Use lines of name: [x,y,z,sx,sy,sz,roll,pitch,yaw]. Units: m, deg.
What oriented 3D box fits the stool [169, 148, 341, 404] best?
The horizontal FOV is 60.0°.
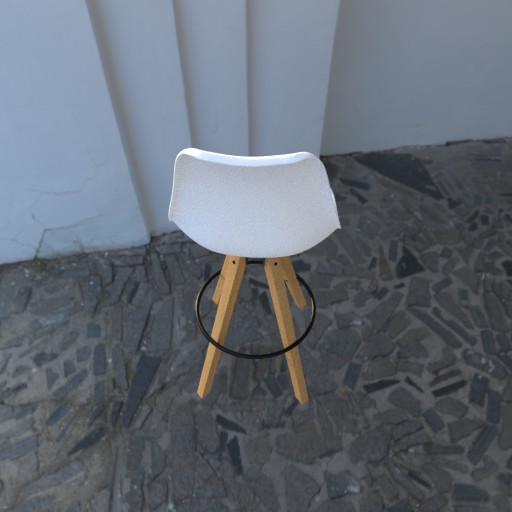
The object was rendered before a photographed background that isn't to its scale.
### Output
stool: [0.000,0.000,1.421,0.482,1.115,0.549,3,47,2]
